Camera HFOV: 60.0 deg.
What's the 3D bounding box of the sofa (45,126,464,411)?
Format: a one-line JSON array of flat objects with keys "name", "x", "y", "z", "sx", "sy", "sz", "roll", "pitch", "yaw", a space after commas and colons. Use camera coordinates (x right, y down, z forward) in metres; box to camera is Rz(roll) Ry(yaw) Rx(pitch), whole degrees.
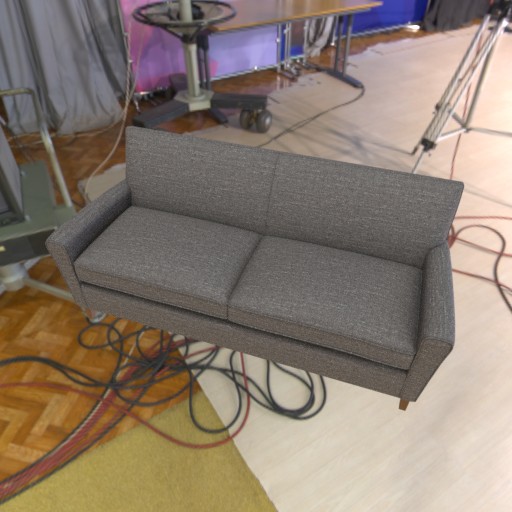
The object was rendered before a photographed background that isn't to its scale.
[{"name": "sofa", "x": 0.000, "y": 0.000, "z": 2.415, "sx": 1.976, "sy": 0.846, "sz": 0.875, "roll": 13, "pitch": 44, "yaw": 14}]
